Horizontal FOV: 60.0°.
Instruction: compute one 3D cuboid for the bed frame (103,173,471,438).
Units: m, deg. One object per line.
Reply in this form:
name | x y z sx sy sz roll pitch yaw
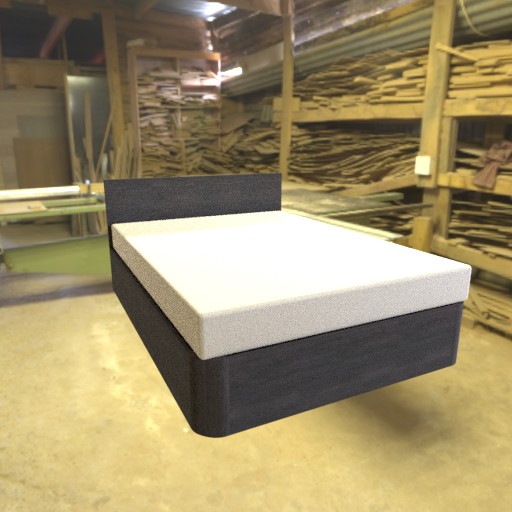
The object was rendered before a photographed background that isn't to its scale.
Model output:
bed frame | 0.000 0.000 2.629 1.400 0.800 1.900 -7 17 -25
